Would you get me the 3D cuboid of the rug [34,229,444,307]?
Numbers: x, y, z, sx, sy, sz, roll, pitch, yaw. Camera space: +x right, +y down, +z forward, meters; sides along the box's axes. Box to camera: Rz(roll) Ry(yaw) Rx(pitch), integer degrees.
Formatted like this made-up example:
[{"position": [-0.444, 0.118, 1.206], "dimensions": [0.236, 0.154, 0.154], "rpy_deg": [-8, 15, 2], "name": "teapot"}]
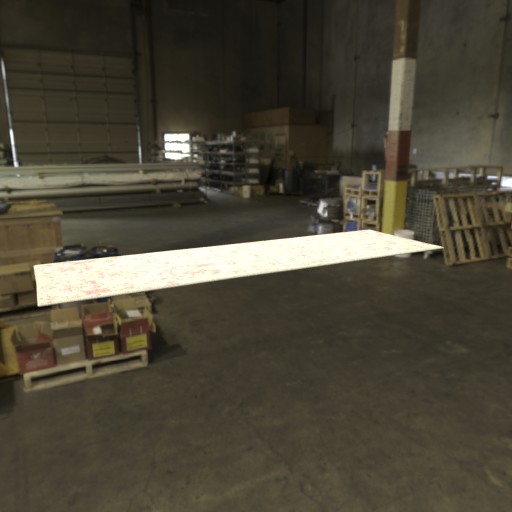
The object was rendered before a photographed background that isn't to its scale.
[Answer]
[{"position": [0.000, 0.000, 2.450], "dimensions": [2.196, 0.011, 0.662], "rpy_deg": [-7, 15, -26], "name": "rug"}]
